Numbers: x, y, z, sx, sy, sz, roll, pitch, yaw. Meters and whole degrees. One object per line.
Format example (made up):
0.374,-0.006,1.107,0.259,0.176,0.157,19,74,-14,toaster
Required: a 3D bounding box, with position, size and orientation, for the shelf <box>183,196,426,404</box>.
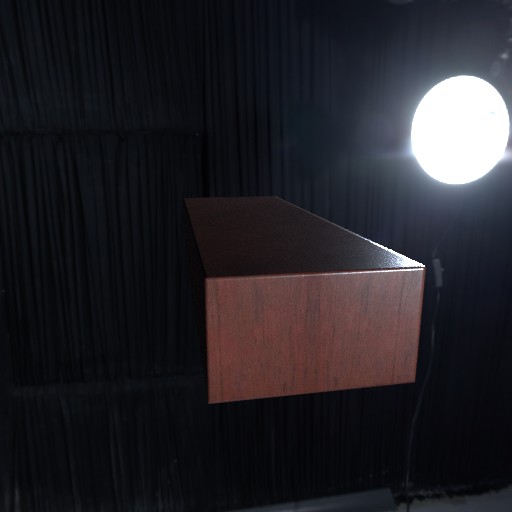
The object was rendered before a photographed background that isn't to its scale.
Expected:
0.000,0.000,0.521,0.152,0.088,0.457,-3,14,-10,shelf
